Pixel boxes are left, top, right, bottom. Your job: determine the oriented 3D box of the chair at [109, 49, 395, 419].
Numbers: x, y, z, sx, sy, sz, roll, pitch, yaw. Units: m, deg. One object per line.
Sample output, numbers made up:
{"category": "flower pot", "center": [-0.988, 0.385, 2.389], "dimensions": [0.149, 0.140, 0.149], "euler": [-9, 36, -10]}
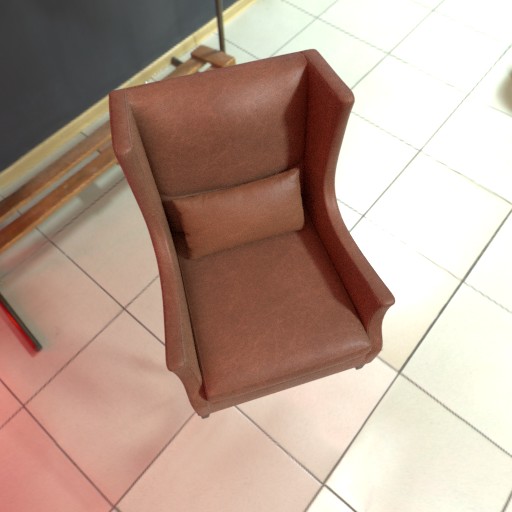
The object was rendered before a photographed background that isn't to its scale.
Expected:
{"category": "chair", "center": [0.000, 0.000, 1.700], "dimensions": [0.815, 1.088, 0.913], "euler": [-15, 64, -8]}
